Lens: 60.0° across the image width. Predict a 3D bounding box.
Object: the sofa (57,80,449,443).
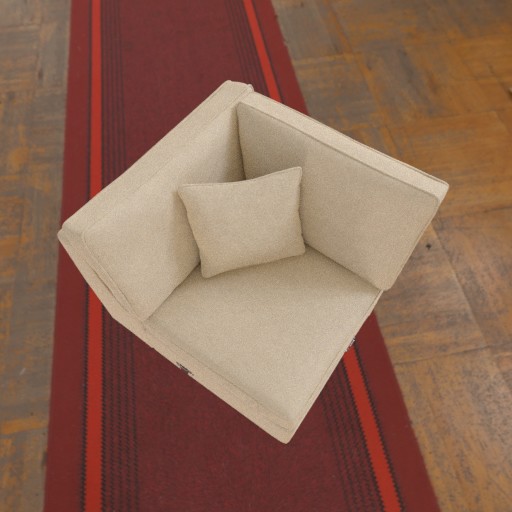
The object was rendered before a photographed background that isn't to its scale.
[{"bbox_3d":[0.000,0.000,1.989,1.146,1.002,1.084,31,64,17],"label":"sofa"}]
